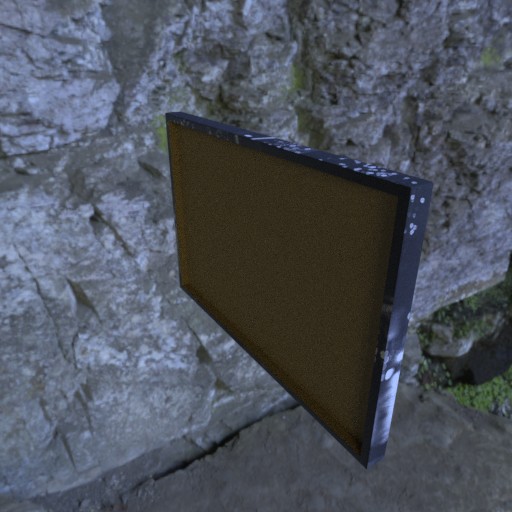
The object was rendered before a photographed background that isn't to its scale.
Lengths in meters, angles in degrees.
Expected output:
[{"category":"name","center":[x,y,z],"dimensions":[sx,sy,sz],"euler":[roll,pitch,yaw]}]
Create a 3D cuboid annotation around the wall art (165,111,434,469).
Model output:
[{"category":"wall art","center":[0.000,0.000,0.763],"dimensions":[0.037,0.406,0.609],"euler":[-16,30,-30]}]
